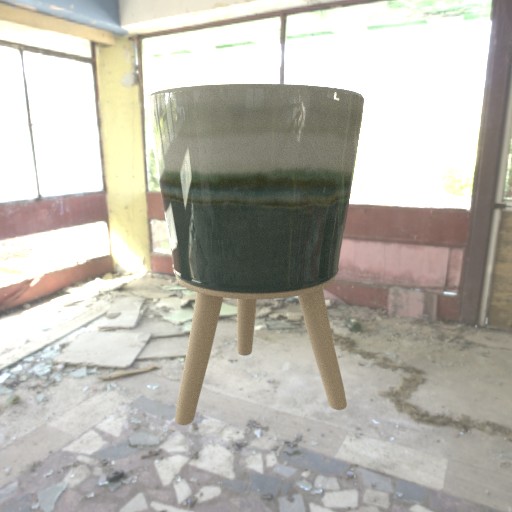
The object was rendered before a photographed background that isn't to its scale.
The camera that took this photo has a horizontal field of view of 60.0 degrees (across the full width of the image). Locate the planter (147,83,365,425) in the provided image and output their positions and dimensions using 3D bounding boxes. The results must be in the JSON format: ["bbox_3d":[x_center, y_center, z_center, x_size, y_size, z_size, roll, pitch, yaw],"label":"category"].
[{"bbox_3d":[0.000,0.000,0.489,0.217,0.331,0.217,-7,15,-26],"label":"planter"}]
